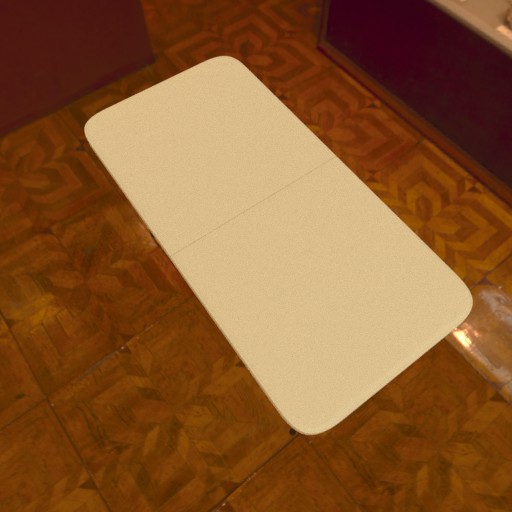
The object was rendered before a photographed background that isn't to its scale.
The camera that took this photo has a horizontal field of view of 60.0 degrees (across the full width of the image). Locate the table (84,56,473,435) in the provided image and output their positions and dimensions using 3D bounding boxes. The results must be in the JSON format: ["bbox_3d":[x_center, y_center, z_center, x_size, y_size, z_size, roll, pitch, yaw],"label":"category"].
[{"bbox_3d":[0.000,0.000,1.652,0.611,0.737,1.245,-33,68,-15],"label":"table"}]
